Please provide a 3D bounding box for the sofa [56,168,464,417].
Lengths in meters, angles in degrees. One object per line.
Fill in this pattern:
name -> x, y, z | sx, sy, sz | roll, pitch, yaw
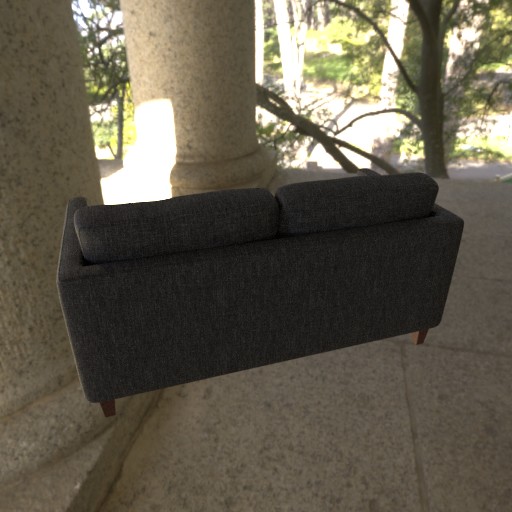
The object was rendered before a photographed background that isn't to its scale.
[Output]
sofa -> 0.000, 0.000, 2.413 | 1.884, 0.963, 0.950 | -9, 29, -16
